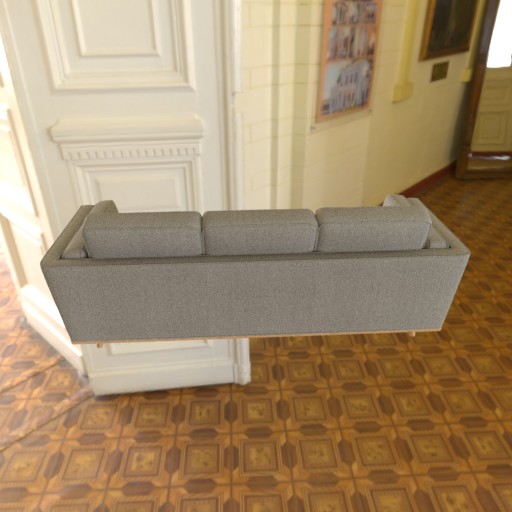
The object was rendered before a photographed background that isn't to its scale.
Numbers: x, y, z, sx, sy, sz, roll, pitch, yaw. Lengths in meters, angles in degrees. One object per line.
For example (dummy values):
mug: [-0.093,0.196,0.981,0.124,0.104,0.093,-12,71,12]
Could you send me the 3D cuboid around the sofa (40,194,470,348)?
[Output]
sofa: [0.000,0.000,2.860,2.362,0.899,0.903,-2,29,-3]
